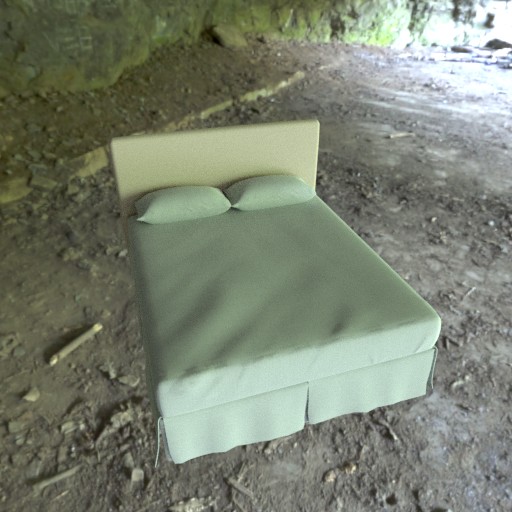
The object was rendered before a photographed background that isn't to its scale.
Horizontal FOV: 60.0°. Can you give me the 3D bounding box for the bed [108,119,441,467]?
[{"bbox_3d":[0.000,0.000,3.268,1.884,1.330,2.142,-10,34,-15],"label":"bed"}]
